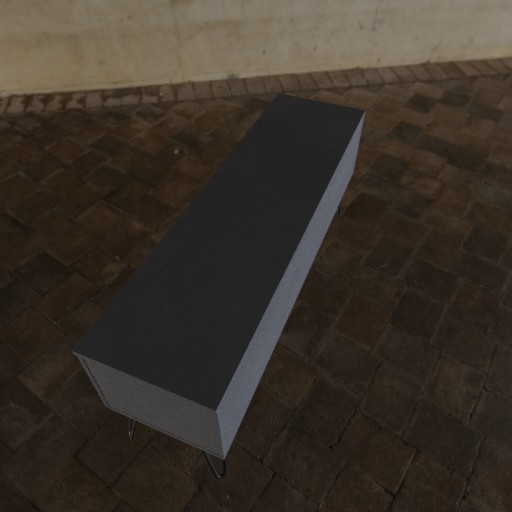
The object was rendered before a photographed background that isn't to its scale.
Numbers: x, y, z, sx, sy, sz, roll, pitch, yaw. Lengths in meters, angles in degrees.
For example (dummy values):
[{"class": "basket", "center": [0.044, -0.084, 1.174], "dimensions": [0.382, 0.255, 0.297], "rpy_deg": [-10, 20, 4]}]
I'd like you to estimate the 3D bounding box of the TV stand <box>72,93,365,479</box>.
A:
[{"class": "TV stand", "center": [0.000, 0.000, 1.659], "dimensions": [0.400, 0.560, 1.400], "rpy_deg": [17, 49, 15]}]
